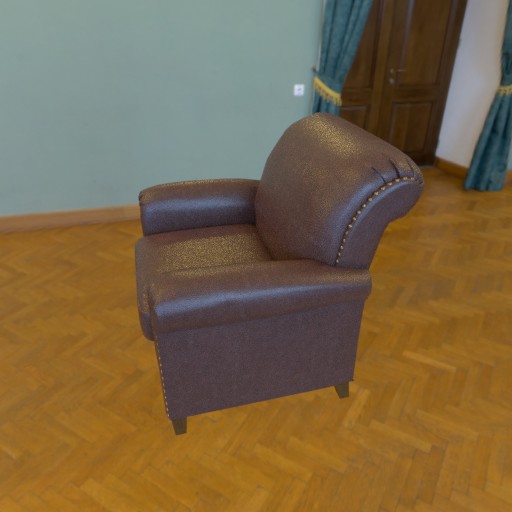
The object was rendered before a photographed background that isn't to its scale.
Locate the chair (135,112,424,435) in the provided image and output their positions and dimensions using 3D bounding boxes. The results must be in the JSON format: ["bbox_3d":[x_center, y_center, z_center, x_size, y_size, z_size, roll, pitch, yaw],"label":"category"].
[{"bbox_3d":[0.000,0.000,1.672,0.890,0.927,0.854,-8,31,-13],"label":"chair"}]
